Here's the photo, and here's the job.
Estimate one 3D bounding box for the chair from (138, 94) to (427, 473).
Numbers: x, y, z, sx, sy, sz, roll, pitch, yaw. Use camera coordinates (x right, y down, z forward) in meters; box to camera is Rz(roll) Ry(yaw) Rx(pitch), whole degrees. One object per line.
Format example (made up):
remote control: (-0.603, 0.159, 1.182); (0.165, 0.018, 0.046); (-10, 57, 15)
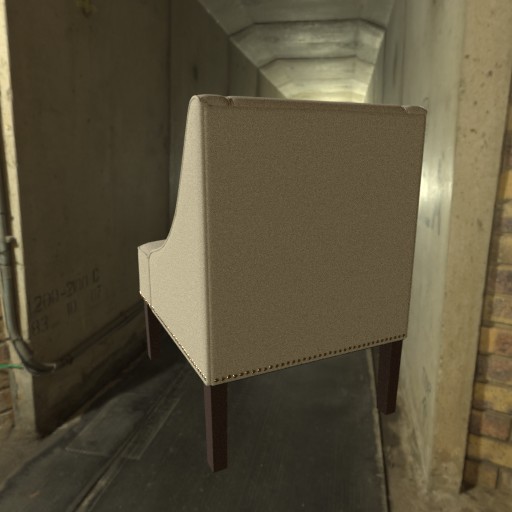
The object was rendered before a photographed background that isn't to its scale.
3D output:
chair: (0.000, 0.000, 1.386); (0.610, 0.864, 0.737); (-7, 15, -25)
